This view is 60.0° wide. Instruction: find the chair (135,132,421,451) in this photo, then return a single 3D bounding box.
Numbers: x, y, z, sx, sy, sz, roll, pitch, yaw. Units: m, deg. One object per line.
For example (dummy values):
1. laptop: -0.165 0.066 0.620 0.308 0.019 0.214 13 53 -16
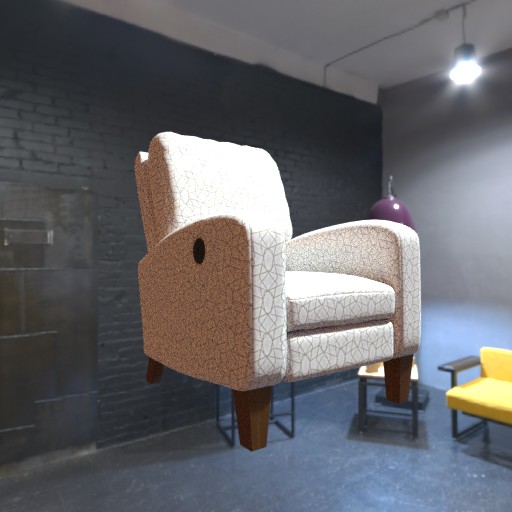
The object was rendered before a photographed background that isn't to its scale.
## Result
1. chair: 0.000 0.000 1.782 0.796 1.064 0.995 0 0 -36
